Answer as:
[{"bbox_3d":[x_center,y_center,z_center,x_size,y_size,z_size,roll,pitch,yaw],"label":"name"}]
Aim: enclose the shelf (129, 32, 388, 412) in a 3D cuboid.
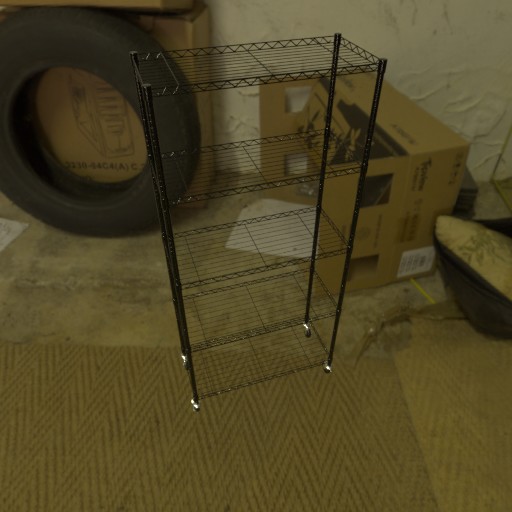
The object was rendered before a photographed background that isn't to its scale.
[{"bbox_3d":[0.000,0.000,1.919,0.762,1.645,0.356,-12,42,-14],"label":"shelf"}]
